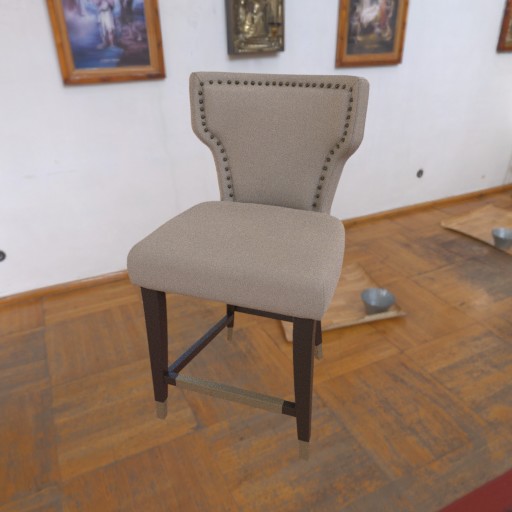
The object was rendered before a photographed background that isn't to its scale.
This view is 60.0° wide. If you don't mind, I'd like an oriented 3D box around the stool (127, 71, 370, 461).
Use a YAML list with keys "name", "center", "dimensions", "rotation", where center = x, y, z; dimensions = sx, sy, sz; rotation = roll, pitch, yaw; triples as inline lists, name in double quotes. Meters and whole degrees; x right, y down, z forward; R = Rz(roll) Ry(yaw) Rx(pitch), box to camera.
- name: "stool"
  center: [0.000, 0.000, 1.316]
  dimensions: [0.527, 0.982, 0.563]
  rotation: [9, 28, 17]
